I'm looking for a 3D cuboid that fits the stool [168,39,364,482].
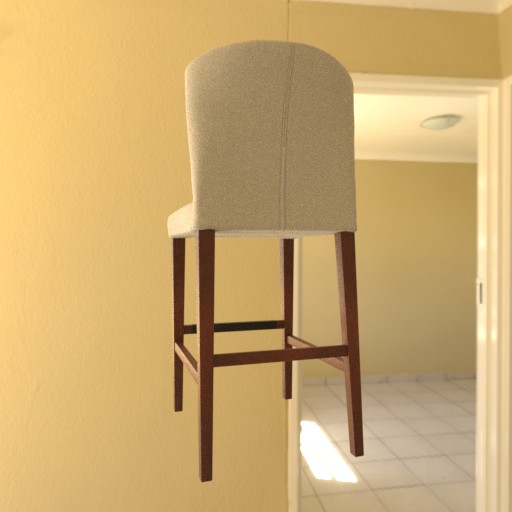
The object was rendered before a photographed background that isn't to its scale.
[{"bbox_3d":[0.000,0.000,1.357,0.479,1.069,0.568,0,1,-18],"label":"stool"}]
